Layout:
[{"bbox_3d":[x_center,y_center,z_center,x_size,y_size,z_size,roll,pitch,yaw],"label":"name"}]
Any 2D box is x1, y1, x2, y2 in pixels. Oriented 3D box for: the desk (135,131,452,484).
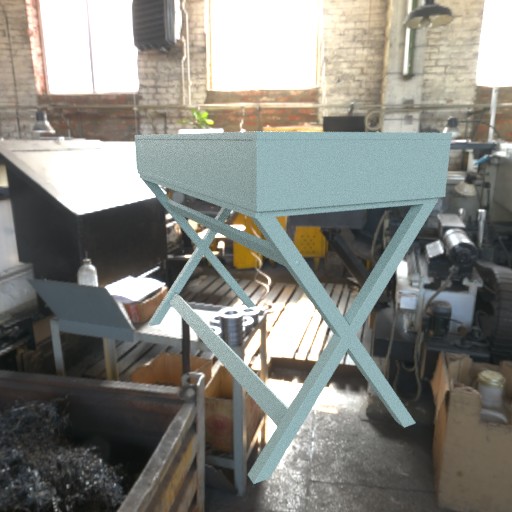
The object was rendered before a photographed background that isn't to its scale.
[{"bbox_3d":[0.000,0.000,1.475,0.525,0.780,1.057,-7,16,-26],"label":"desk"}]
